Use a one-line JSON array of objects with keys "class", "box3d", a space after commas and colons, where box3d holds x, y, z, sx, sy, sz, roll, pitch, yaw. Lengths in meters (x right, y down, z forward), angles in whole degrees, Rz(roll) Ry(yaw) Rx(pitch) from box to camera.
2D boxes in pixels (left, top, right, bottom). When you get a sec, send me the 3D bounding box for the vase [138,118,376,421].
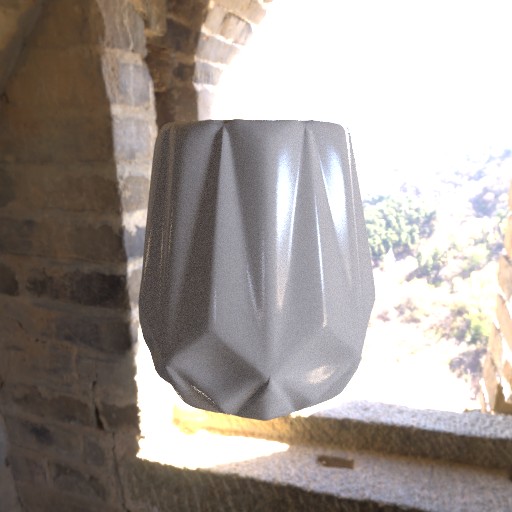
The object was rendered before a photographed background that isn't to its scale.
[{"class": "vase", "box3d": [0.000, 0.000, 0.264, 0.141, 0.152, 0.141, 0, 14, 0]}]
